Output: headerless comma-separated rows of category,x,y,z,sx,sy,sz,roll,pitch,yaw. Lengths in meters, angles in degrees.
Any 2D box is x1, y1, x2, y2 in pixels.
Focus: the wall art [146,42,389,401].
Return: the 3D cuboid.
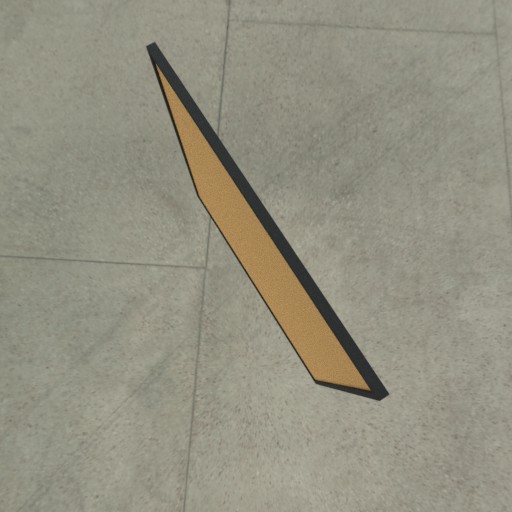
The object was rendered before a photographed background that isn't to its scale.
wall art,0.000,0.000,0.684,0.013,0.457,0.458,-31,78,-7
